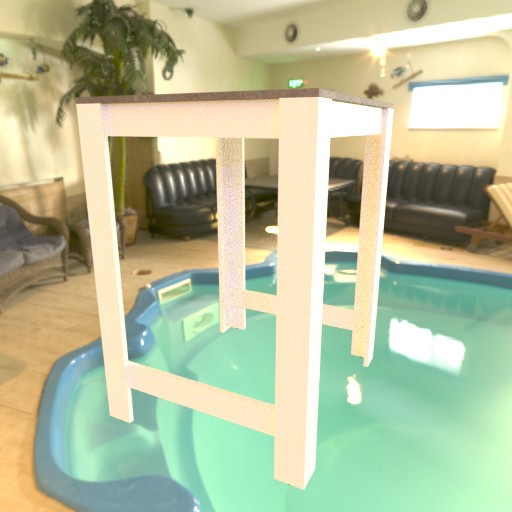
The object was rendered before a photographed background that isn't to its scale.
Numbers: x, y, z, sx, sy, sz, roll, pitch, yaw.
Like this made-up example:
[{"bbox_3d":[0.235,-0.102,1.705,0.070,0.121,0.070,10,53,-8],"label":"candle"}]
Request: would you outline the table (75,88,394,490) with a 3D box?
[{"bbox_3d":[0.000,0.000,1.544,0.700,1.020,0.800,8,18,26],"label":"table"}]
